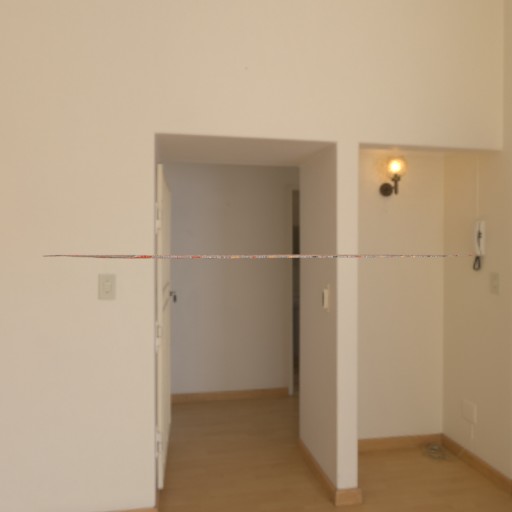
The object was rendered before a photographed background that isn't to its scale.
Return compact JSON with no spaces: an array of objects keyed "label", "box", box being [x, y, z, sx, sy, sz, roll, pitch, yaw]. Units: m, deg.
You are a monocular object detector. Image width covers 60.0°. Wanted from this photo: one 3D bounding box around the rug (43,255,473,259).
[{"label":"rug","box":[0.000,0.000,3.864,3.029,0.022,2.263,0,0,-36]}]
